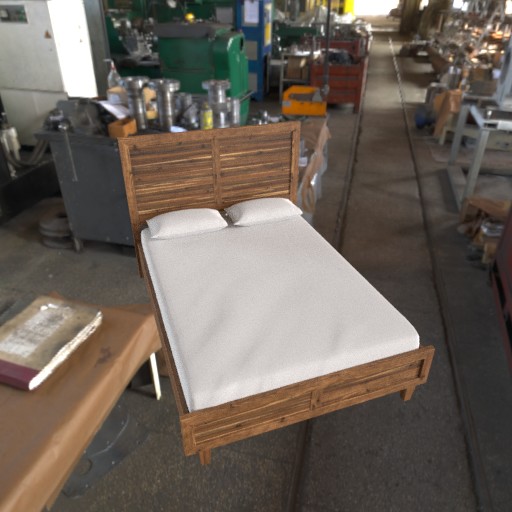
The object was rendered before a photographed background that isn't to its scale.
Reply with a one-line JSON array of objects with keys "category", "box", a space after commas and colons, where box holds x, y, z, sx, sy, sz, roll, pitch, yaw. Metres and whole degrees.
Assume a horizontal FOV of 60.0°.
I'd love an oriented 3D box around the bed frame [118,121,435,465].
[{"category": "bed frame", "box": [0.000, 0.000, 3.473, 1.696, 1.417, 2.276, -10, 32, -17]}]
